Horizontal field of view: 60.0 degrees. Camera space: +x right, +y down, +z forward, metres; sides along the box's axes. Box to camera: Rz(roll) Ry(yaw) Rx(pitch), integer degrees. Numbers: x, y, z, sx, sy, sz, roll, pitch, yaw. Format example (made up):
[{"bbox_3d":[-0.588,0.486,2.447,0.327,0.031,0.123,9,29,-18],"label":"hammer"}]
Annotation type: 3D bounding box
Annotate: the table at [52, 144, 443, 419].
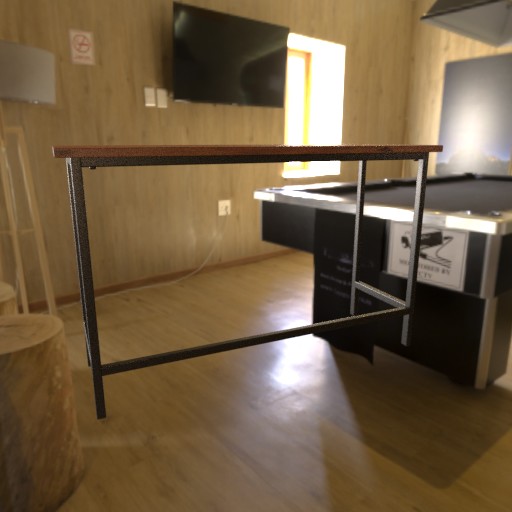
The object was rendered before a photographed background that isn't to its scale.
[{"bbox_3d":[0.000,0.000,1.529,1.204,0.740,0.408,-7,16,-23],"label":"table"}]
